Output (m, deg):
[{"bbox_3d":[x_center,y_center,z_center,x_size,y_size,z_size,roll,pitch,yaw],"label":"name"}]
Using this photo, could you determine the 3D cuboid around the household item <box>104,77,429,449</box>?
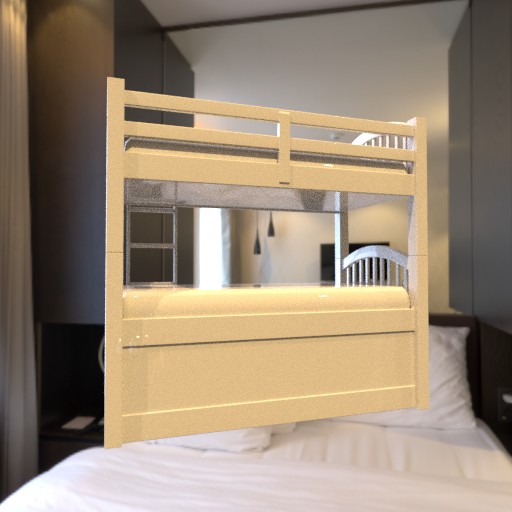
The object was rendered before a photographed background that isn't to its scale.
[{"bbox_3d":[0.000,0.000,3.169,2.032,2.032,1.143,0,-1,-19],"label":"household item"}]
